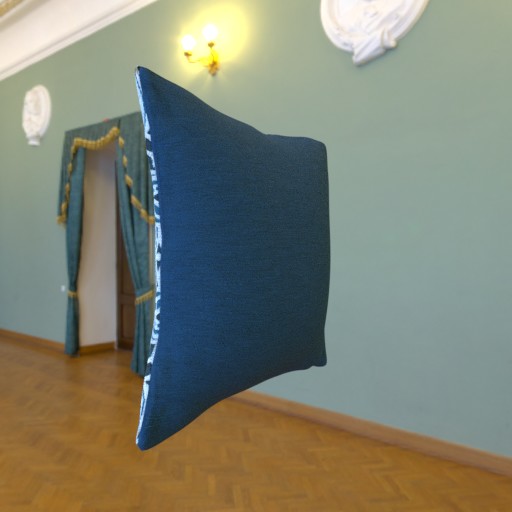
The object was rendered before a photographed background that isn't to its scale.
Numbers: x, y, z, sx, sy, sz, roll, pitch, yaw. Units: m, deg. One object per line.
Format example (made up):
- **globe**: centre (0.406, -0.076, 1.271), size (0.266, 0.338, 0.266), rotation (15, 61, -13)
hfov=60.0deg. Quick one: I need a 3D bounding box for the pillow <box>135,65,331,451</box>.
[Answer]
- **pillow**: centre (0.000, 0.000, 0.655), size (0.145, 0.420, 0.440), rotation (1, 2, 36)
